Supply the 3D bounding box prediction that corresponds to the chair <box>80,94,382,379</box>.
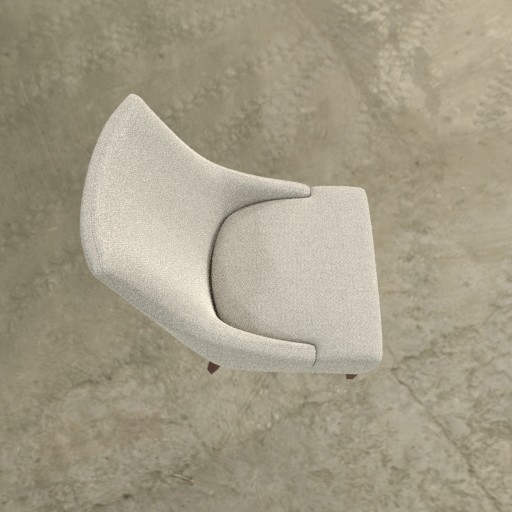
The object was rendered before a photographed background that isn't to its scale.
[{"bbox_3d":[0.000,0.000,1.504,0.861,0.909,0.701,1,64,1],"label":"chair"}]
